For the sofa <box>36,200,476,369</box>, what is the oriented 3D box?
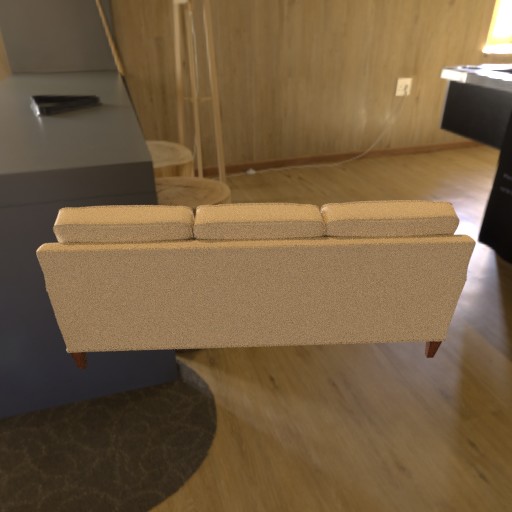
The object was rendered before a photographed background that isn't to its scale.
[{"bbox_3d":[0.000,0.000,2.792,2.246,1.003,1.084,-1,30,-2],"label":"sofa"}]
